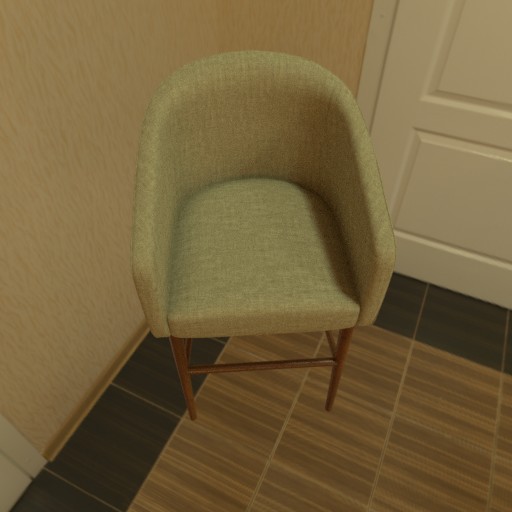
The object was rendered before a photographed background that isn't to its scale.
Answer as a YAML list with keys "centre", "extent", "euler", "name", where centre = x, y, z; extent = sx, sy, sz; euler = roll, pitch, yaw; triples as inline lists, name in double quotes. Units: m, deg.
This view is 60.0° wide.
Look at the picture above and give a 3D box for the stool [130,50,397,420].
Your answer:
- centre: [0.000, 0.000, 1.327]
  extent: [0.559, 0.952, 0.635]
  euler: [-3, 47, -3]
  name: "stool"
